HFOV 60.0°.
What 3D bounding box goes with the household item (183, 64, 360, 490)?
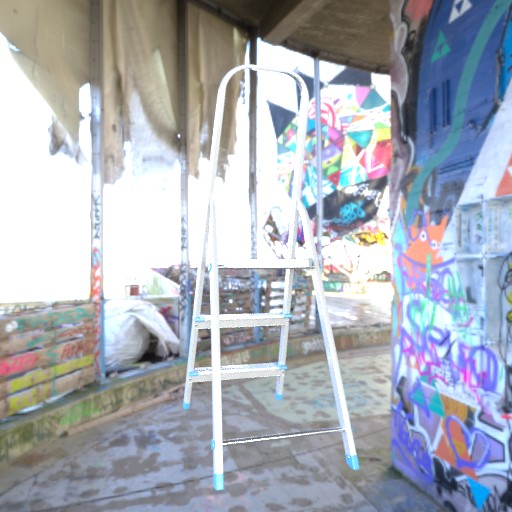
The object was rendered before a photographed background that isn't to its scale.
[{"bbox_3d":[0.000,0.000,1.534,0.420,1.215,0.687,0,0,-16],"label":"household item"}]
